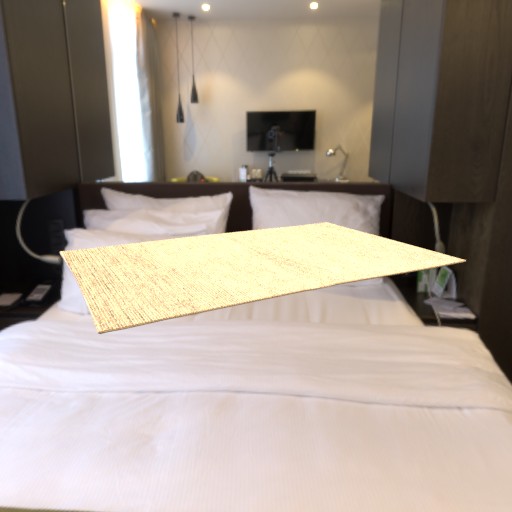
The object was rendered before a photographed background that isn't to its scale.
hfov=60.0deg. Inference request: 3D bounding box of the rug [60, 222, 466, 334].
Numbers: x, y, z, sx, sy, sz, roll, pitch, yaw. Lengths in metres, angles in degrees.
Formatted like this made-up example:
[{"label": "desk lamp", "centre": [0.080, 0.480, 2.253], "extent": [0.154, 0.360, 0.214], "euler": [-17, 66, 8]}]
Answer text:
[{"label": "rug", "centre": [0.000, 0.000, 2.288], "extent": [1.773, 0.021, 1.149], "euler": [-8, 17, -27]}]
